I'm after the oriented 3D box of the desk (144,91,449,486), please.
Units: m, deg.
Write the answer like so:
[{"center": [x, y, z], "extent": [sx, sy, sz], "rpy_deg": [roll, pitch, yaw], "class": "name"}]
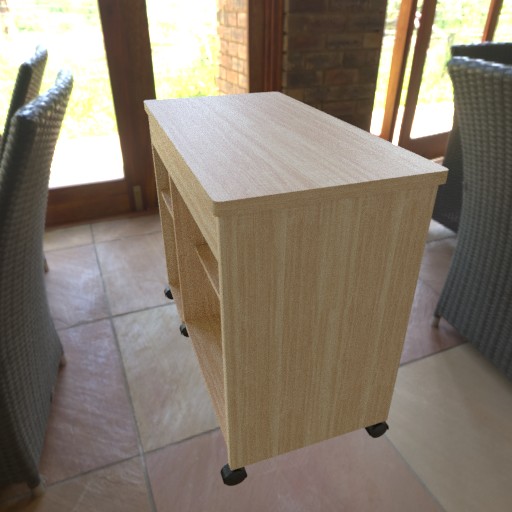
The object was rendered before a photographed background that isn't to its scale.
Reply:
[{"center": [0.000, 0.000, 1.332], "extent": [0.480, 0.770, 0.884], "rpy_deg": [-10, 32, -17], "class": "desk"}]
